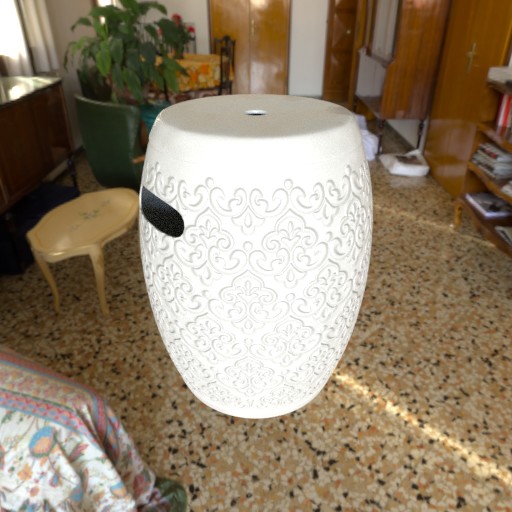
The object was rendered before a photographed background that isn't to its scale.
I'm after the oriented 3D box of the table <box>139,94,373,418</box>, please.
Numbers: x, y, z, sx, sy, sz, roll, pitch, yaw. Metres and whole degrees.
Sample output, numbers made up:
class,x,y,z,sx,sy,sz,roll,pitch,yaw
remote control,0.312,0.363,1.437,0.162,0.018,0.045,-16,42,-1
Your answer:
class,x,y,z,sx,sy,sz,roll,pitch,yaw
table,0.000,0.000,0.623,0.309,0.397,0.309,0,30,0
